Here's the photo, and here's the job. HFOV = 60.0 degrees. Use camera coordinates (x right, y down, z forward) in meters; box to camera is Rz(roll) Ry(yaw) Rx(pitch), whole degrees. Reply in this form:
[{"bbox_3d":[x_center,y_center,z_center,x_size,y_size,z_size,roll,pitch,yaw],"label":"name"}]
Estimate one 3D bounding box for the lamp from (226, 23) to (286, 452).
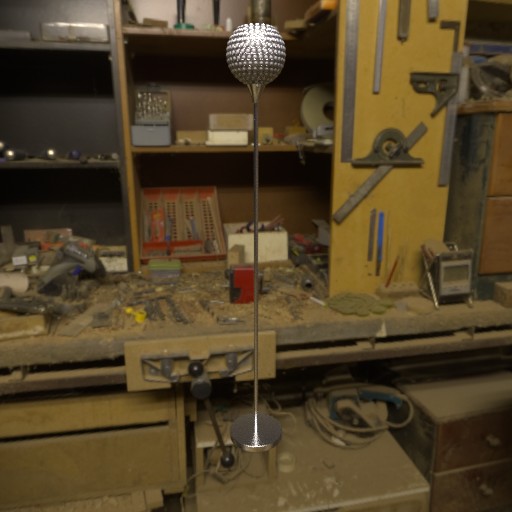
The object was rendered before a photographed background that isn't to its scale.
[{"bbox_3d":[0.000,0.000,1.925,0.254,1.805,0.254,0,15,0],"label":"lamp"}]
